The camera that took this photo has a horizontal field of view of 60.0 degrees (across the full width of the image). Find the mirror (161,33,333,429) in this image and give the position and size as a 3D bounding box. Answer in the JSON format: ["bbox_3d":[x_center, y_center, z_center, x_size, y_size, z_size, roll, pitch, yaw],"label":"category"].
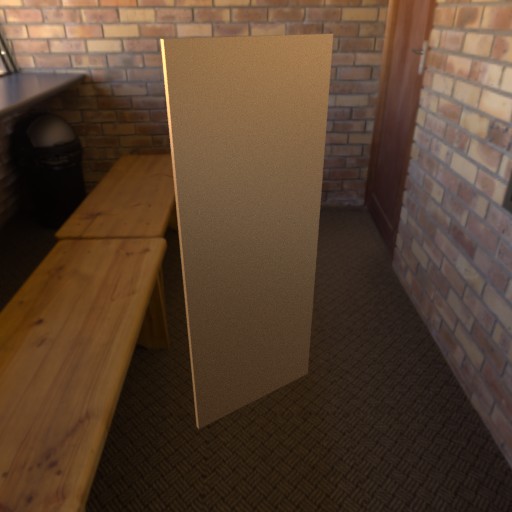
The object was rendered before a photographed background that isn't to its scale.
[{"bbox_3d":[0.000,0.000,2.283,0.812,2.031,0.025,-18,33,-29],"label":"mirror"}]
